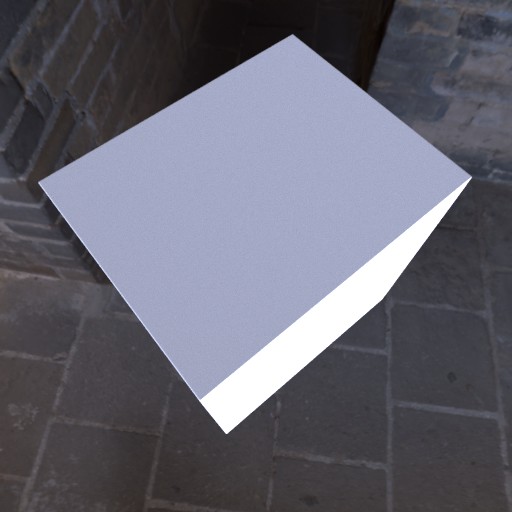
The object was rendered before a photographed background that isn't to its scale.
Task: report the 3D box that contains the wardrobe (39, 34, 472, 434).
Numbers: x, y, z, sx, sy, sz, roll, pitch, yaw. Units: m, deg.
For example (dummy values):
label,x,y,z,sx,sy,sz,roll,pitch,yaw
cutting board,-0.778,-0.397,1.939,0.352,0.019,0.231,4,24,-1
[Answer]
label,x,y,z,sx,sy,sz,roll,pitch,yaw
wardrobe,0.000,0.000,0.887,0.500,0.520,0.400,-37,70,-16
